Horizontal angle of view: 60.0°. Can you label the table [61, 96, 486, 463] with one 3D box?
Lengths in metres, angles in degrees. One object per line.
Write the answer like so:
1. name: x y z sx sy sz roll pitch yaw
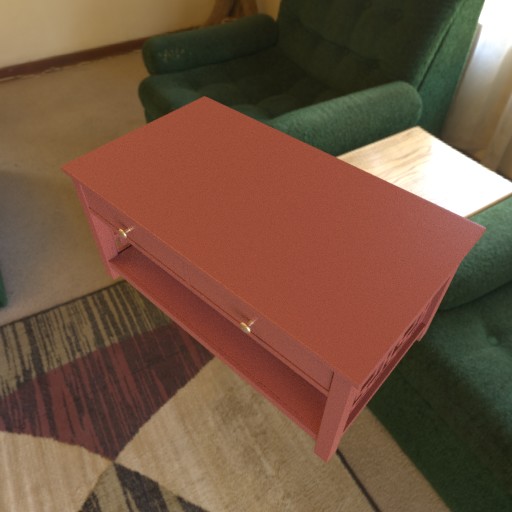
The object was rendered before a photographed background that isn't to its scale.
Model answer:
1. table: 0.000 0.000 1.425 1.068 0.493 0.612 33 55 27
